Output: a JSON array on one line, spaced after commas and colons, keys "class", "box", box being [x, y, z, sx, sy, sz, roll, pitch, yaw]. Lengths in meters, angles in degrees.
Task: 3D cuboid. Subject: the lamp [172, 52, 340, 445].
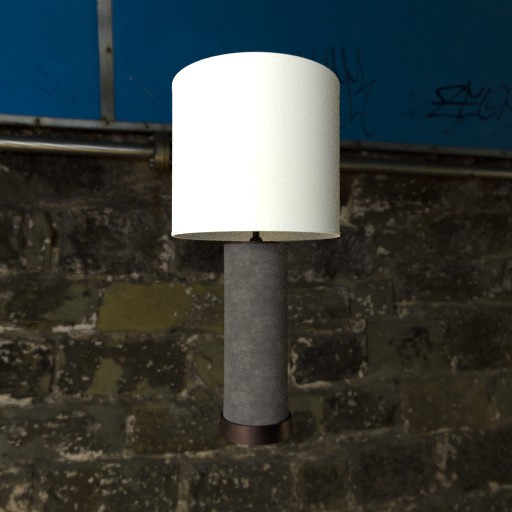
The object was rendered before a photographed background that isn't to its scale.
[{"class": "lamp", "box": [0.000, 0.000, 0.805, 0.301, 0.630, 0.301, 0, -1, 1]}]
